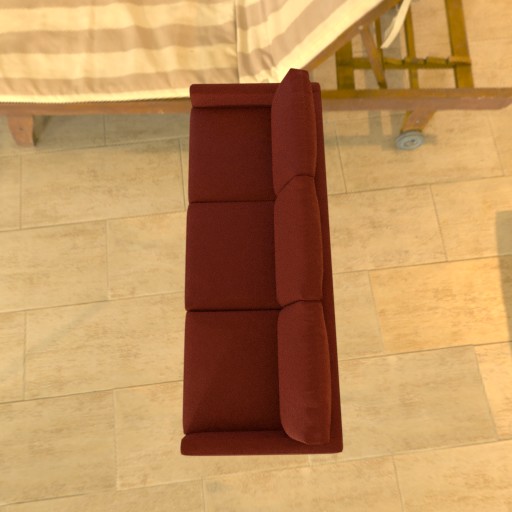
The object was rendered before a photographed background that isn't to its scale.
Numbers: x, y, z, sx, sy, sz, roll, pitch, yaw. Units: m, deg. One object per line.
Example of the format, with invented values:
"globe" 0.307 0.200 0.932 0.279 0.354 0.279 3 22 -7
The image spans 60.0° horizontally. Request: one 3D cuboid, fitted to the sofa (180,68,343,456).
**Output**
"sofa" 0.000 0.000 2.751 0.875 0.879 2.252 -1 75 0
